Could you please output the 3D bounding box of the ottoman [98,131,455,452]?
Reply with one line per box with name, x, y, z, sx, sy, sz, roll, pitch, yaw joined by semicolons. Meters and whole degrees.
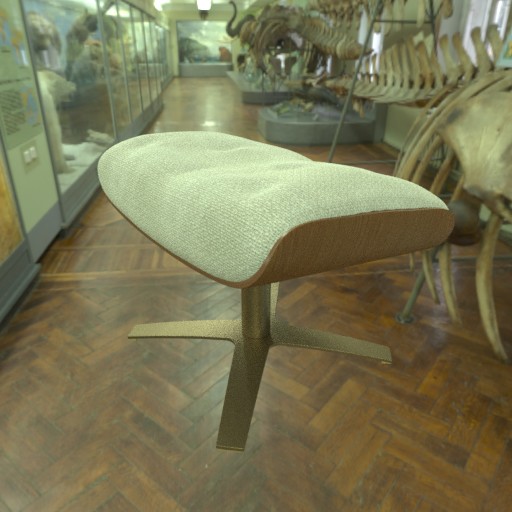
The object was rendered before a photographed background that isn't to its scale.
ottoman;0.000;0.000;0.796;0.394;0.391;0.520;-18;30;-33
